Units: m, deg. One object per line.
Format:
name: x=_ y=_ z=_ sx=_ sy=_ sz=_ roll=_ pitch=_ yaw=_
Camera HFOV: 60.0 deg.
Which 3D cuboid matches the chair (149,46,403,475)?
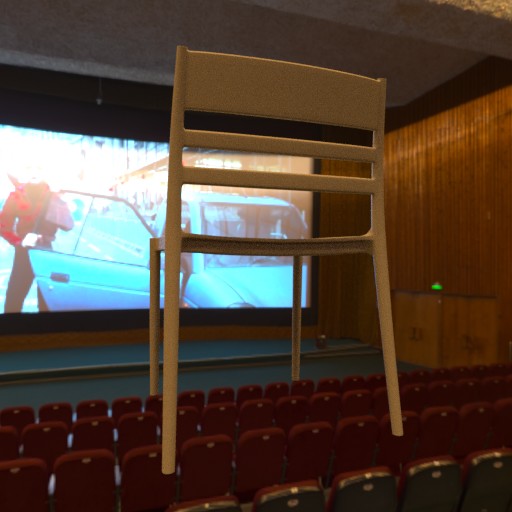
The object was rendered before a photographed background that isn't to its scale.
chair: x=0.000 y=0.000 z=1.119 sx=0.531 sy=0.800 sz=0.511 roll=0 pitch=0 yaw=-20
